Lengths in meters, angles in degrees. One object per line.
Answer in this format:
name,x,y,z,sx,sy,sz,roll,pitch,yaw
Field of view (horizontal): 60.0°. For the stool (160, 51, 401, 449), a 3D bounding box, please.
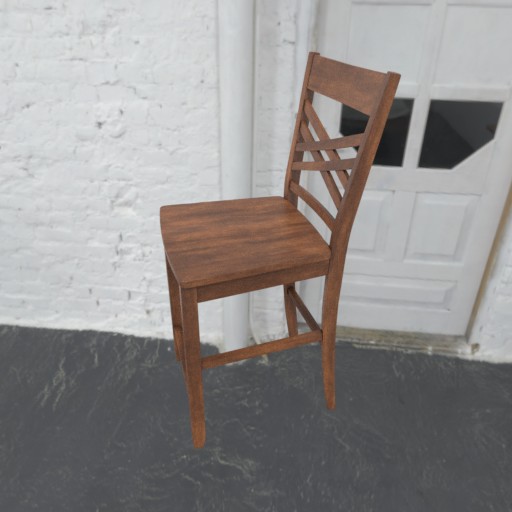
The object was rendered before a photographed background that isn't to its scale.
stool,0.000,0.000,1.344,0.539,1.079,0.462,-8,31,-14
